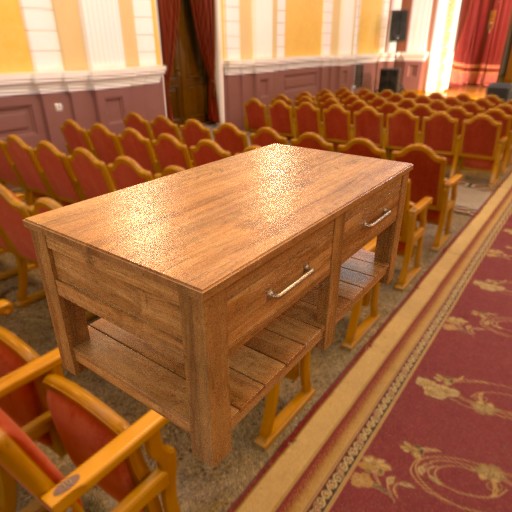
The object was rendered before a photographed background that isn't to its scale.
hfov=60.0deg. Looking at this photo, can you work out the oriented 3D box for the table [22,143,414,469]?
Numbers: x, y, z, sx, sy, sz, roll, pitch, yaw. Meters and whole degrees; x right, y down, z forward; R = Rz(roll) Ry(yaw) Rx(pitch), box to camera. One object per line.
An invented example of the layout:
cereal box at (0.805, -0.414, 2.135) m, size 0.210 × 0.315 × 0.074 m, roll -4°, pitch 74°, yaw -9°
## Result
table at (0.000, 0.000, 1.481) m, size 0.635 × 0.480 × 1.150 m, roll 18°, pitch 31°, yaw 32°
